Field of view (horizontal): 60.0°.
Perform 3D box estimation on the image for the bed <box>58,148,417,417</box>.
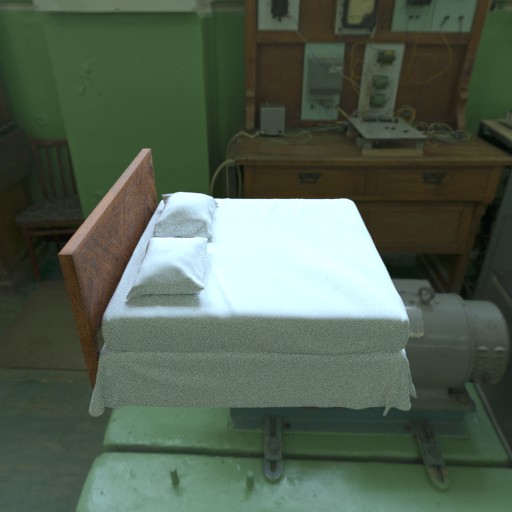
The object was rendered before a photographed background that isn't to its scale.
[{"bbox_3d":[0.000,0.000,3.552,2.165,1.158,2.255,0,30,0],"label":"bed"}]
